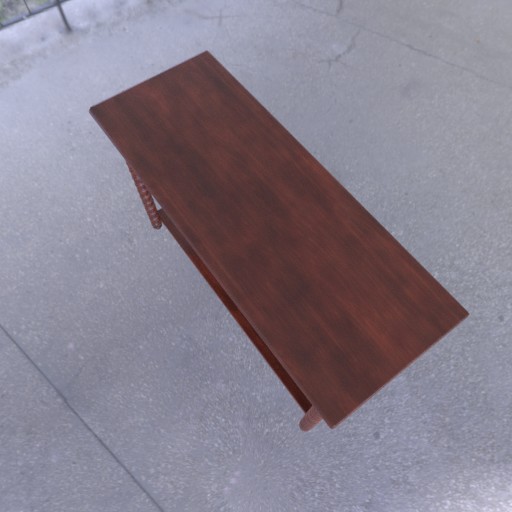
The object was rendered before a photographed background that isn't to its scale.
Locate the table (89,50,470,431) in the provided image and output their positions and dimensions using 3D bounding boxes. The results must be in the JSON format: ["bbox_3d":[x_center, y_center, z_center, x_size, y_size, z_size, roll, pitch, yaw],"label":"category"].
[{"bbox_3d":[0.000,0.000,1.577,0.459,0.740,1.184,-33,68,-15],"label":"table"}]
